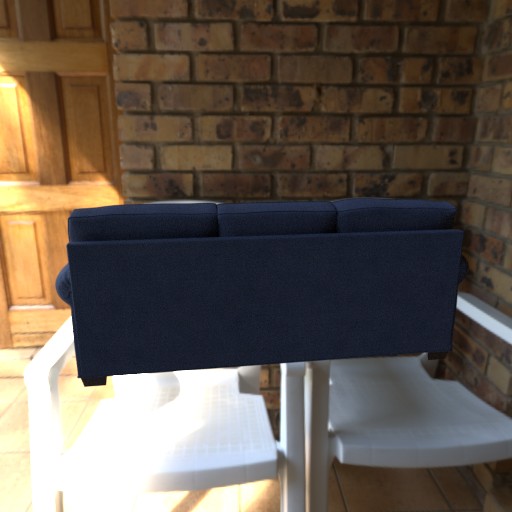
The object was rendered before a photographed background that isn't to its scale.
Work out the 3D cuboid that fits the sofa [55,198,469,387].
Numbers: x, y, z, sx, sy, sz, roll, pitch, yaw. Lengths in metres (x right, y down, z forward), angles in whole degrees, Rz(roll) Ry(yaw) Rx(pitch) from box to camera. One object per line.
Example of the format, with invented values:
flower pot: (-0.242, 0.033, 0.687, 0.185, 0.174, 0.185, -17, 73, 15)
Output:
sofa: (0.000, 0.000, 3.482, 2.567, 1.063, 1.780, -2, 15, -8)
